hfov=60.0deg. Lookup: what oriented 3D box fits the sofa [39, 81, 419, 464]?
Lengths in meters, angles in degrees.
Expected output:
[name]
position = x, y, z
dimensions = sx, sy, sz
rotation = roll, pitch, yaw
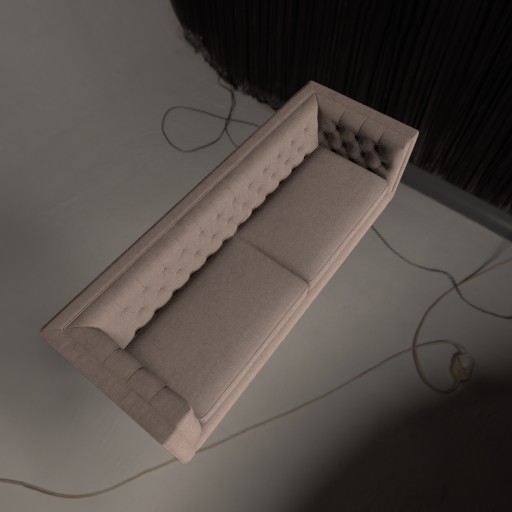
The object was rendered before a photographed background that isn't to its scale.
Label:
[sofa]
position = 0.000, 0.000, 2.582
dimensions = 0.775, 0.762, 2.159
rotation = 33, 64, 19
